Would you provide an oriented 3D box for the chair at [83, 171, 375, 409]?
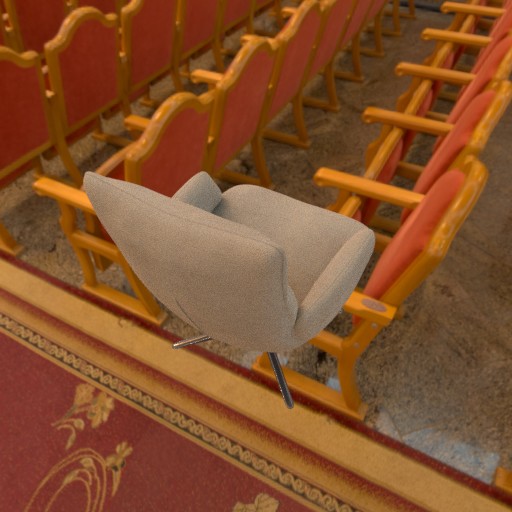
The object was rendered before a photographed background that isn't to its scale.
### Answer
[{"bbox_3d":[0.000,0.000,1.565,0.711,1.016,0.889,22,50,20],"label":"chair"}]
